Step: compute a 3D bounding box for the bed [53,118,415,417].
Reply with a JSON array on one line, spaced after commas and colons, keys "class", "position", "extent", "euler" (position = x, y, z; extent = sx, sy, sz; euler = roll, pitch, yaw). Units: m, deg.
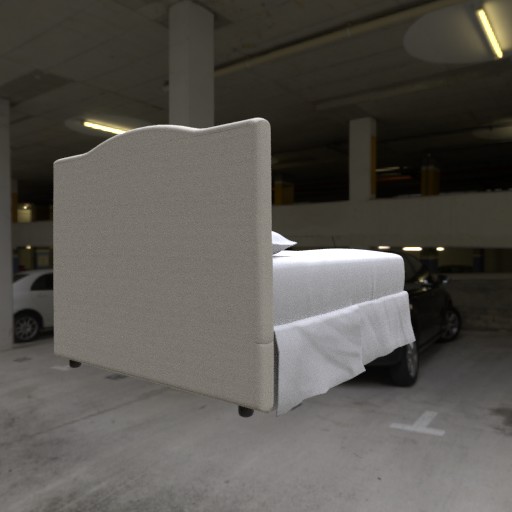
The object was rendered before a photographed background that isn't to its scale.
[{"class": "bed", "position": [0.000, 0.000, 3.302], "extent": [1.741, 1.449, 2.196], "euler": [1, 2, 36]}]
